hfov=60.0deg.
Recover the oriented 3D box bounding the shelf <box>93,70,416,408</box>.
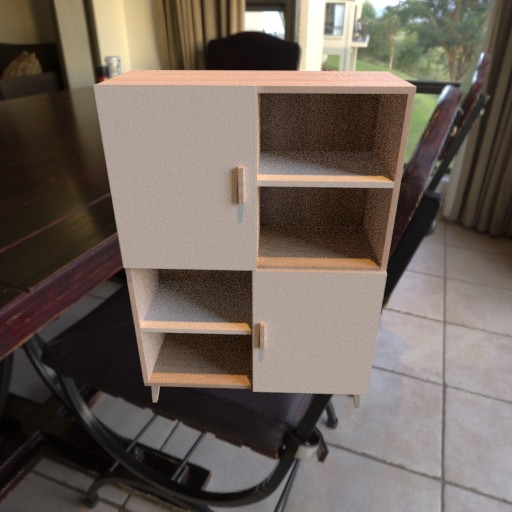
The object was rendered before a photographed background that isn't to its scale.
[{"bbox_3d":[0.000,0.000,1.867,0.995,1.405,0.434,1,29,2],"label":"shelf"}]
